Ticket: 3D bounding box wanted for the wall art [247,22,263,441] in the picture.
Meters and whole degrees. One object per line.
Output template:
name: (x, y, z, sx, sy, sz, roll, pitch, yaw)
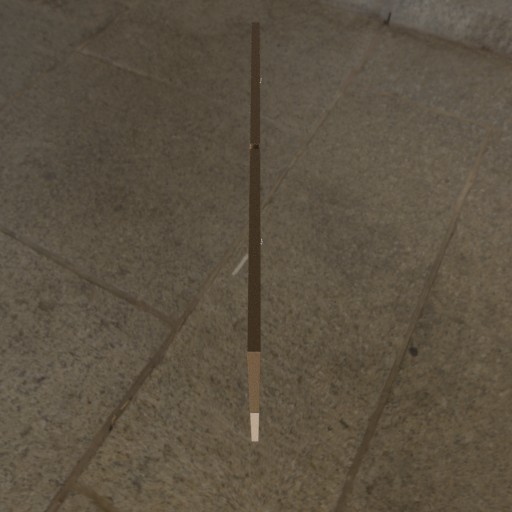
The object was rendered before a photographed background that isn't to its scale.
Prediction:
wall art: (0.000, 0.000, 1.517, 0.030, 1.032, 1.032, 0, 59, 0)
